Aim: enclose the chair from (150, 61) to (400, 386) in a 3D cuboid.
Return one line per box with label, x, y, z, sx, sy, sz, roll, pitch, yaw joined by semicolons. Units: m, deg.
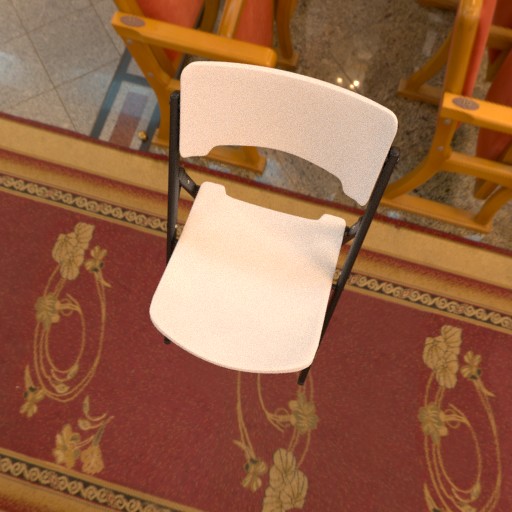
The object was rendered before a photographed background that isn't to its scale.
chair;0.000;0.000;1.140;0.482;0.765;0.577;16;75;4
